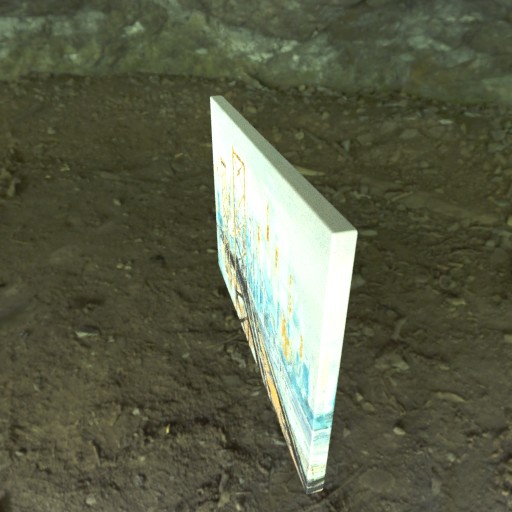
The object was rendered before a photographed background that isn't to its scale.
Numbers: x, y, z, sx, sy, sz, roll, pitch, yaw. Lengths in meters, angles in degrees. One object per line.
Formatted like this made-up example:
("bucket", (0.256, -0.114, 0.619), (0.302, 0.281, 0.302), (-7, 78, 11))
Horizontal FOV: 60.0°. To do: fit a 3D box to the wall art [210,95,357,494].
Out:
("wall art", (0.000, 0.000, 1.132), (0.038, 0.609, 0.913), (-8, 32, -13))
